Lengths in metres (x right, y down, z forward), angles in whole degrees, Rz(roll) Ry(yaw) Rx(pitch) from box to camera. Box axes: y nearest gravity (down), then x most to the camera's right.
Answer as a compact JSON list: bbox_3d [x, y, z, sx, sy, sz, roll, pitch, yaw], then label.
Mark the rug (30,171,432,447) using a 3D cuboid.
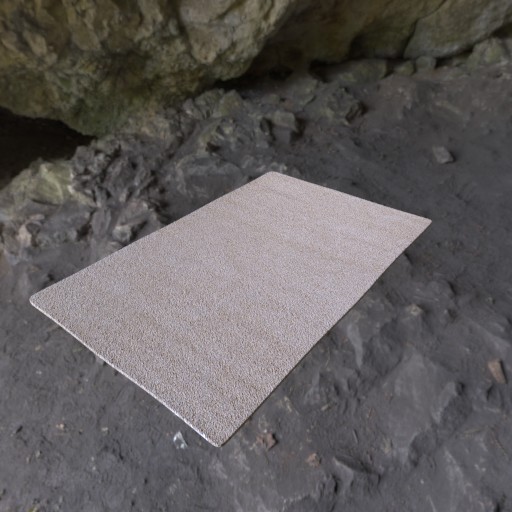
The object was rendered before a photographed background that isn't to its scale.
[{"bbox_3d":[0.000,0.000,2.919,1.500,0.026,2.349,24,41,31],"label":"rug"}]
